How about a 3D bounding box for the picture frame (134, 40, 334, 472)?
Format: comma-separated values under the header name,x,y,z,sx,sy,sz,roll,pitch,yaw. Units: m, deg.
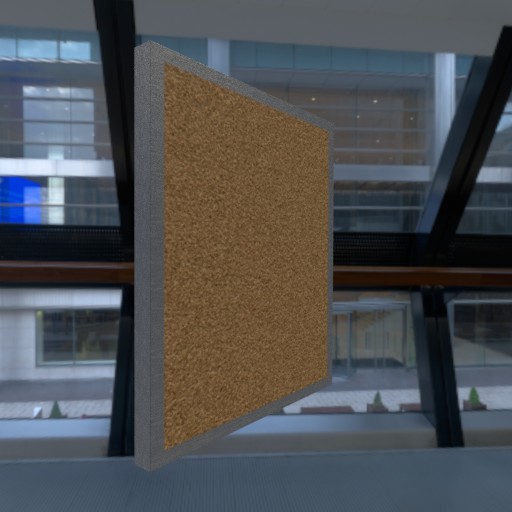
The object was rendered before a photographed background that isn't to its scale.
name,x,y,z,sx,sy,sz,roll,pitch,yaw
picture frame,0.000,0.000,0.523,0.027,0.378,0.327,1,1,39
